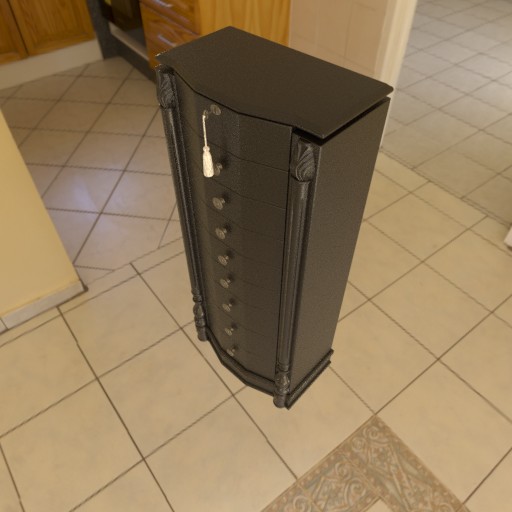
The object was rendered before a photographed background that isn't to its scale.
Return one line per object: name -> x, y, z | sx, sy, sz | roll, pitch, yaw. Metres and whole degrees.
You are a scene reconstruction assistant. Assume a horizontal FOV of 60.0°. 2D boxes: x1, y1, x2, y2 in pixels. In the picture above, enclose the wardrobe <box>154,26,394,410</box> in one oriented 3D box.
wardrobe -> 0.000, 0.000, 1.204 | 0.444, 1.011, 0.295 | 34, 56, 27
